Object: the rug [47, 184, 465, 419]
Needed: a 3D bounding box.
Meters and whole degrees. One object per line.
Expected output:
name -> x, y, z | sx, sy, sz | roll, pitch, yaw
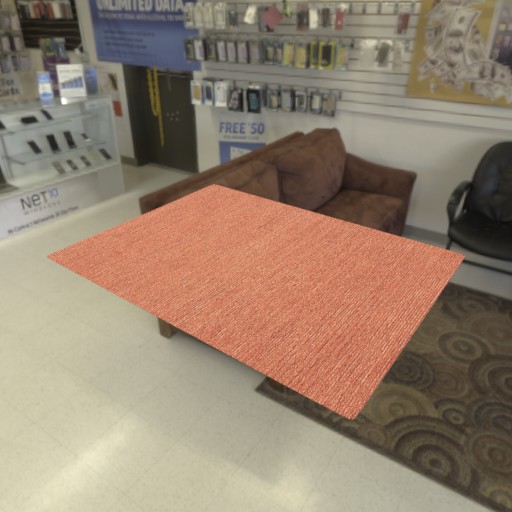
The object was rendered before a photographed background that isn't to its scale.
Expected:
rug -> 0.000, 0.000, 2.783 | 2.112, 0.009, 1.594 | 20, 36, 31
